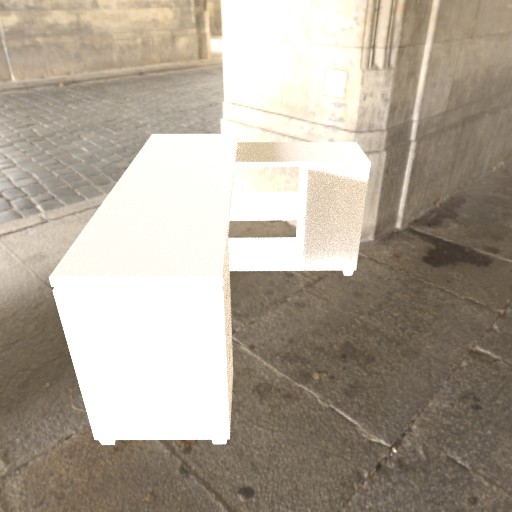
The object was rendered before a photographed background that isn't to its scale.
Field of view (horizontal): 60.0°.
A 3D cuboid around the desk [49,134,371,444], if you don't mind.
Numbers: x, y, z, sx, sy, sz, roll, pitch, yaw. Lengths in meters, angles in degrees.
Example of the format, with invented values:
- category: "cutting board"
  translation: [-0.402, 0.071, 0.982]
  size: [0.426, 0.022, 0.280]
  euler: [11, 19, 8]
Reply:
- category: "desk"
  translation: [0.000, 0.000, 2.125]
  size: [1.199, 0.759, 1.524]
  euler: [0, 30, 0]
